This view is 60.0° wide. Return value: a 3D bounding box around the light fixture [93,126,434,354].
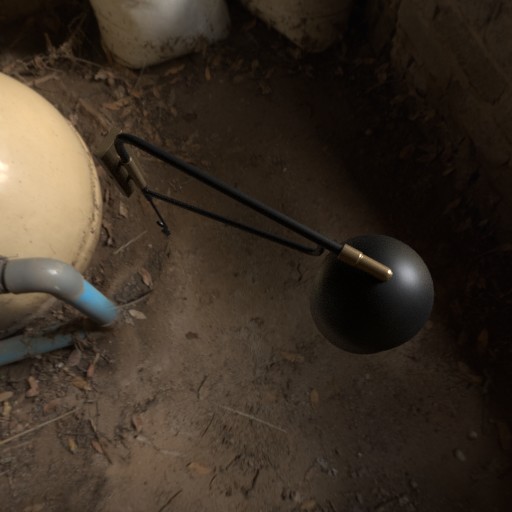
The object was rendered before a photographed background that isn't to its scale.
[{"bbox_3d":[0.000,0.000,1.061,0.720,0.696,0.215,30,77,8],"label":"light fixture"}]
